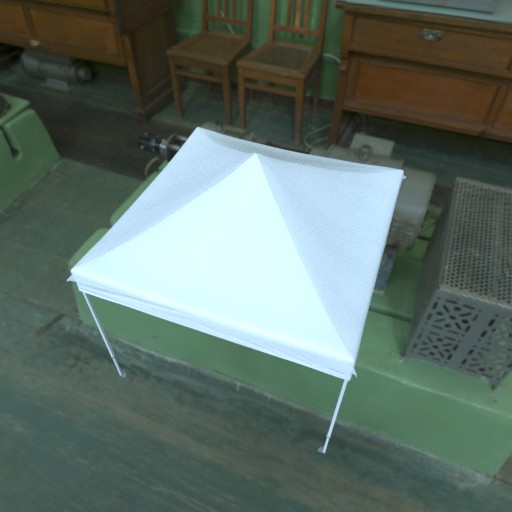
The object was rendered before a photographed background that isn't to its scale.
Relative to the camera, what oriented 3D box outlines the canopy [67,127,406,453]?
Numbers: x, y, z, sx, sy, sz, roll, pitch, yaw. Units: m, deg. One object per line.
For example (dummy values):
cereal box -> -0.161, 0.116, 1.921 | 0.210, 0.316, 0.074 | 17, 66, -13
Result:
canopy -> 0.000, 0.000, 5.522 | 2.994, 2.998, 2.996 | 16, 49, 14
